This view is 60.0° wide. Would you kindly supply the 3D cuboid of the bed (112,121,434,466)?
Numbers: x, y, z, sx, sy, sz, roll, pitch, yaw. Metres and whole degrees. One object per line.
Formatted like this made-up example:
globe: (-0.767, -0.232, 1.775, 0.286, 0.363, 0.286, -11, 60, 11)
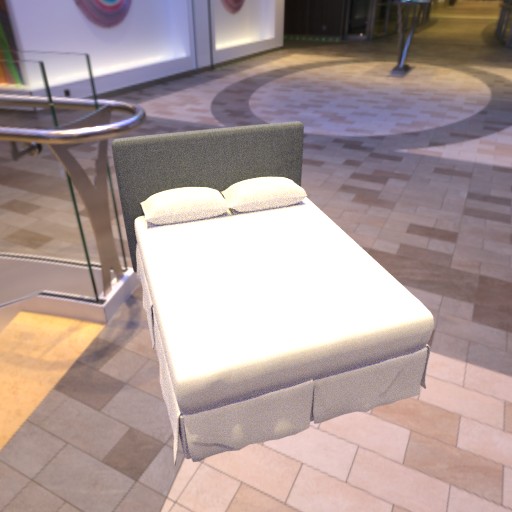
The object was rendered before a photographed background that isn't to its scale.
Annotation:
bed: (0.000, 0.000, 3.253, 1.723, 1.330, 2.142, -10, 33, -16)
